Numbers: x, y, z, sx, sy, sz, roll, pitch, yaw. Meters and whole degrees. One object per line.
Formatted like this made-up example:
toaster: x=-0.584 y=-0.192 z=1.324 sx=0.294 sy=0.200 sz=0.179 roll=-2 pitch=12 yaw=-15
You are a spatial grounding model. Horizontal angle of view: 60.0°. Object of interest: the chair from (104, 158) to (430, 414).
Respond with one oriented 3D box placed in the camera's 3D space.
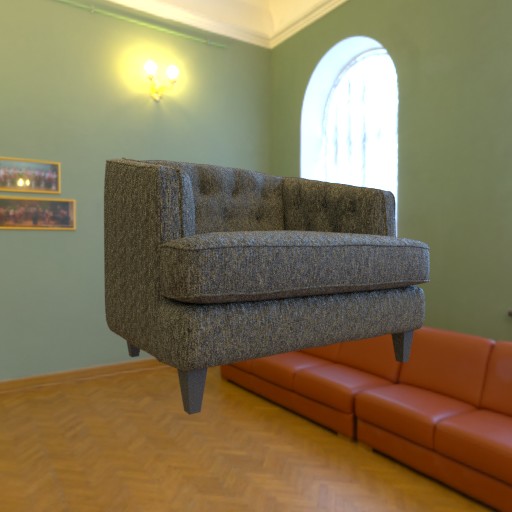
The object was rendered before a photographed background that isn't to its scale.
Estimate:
chair: x=0.000 y=0.000 z=1.802 sx=1.104 sy=0.852 sz=0.941 roll=-1 pitch=2 yaw=-35
